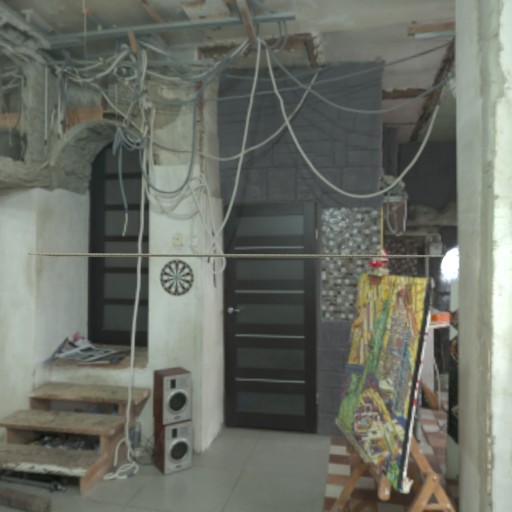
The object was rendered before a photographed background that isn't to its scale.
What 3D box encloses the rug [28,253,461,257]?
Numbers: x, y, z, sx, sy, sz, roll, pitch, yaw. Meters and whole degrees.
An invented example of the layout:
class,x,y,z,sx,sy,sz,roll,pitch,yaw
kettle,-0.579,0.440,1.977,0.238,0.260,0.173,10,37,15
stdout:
class,x,y,z,sx,sy,sz,roll,pitch,yaw
rug,0.000,0.000,2.754,2.431,0.006,0.806,0,-1,-18
